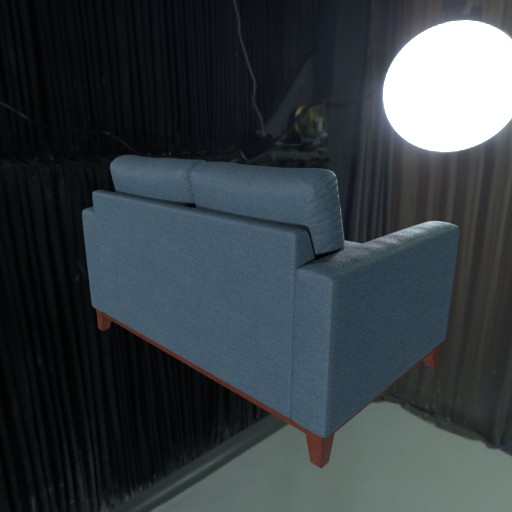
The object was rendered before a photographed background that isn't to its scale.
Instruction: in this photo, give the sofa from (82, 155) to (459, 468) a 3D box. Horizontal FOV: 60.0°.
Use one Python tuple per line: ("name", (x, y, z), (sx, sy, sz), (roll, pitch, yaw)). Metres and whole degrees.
("sofa", (0.000, 0.000, 2.055), (1.489, 0.903, 0.955), (15, 22, 42))
